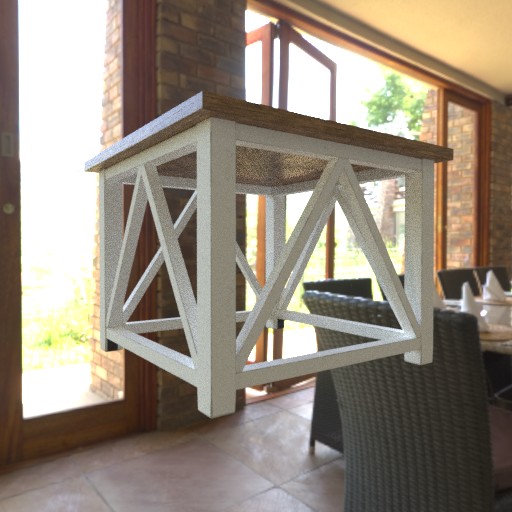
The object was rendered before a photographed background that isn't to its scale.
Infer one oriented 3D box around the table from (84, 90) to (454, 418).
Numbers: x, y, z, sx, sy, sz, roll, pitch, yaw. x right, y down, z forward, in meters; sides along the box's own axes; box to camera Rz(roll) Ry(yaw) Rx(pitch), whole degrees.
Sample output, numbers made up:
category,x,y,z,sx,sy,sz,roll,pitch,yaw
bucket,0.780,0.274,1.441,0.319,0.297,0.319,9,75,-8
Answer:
category,x,y,z,sx,sy,sz,roll,pitch,yaw
table,0.000,0.000,1.181,0.700,0.532,0.700,-1,1,-35
